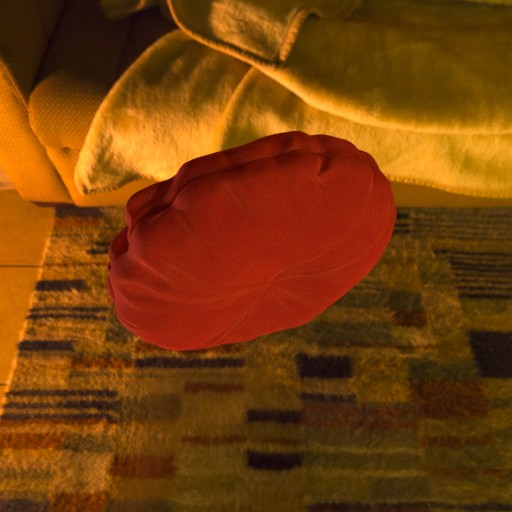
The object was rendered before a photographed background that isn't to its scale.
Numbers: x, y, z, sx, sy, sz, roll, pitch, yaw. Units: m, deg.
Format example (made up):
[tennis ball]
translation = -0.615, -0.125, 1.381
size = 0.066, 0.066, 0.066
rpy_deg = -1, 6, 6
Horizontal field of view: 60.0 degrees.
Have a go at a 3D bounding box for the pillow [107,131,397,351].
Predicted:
[pillow]
translation = 0.000, 0.000, 0.641
size = 0.428, 0.407, 0.148
rpy_deg = -17, 59, -11
